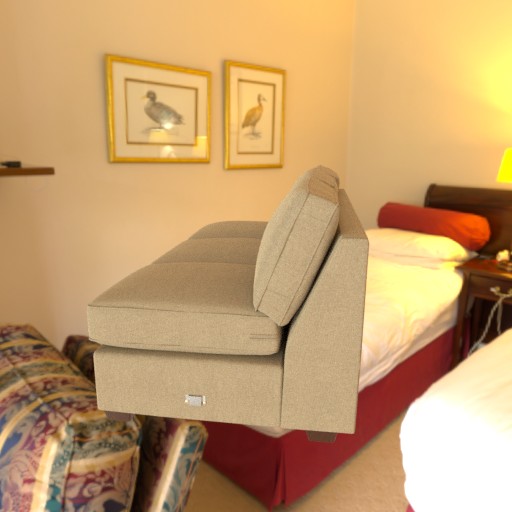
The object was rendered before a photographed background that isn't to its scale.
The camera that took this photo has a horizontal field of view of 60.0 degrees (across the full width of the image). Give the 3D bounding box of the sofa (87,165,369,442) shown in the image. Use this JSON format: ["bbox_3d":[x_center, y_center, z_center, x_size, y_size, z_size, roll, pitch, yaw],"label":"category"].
[{"bbox_3d":[0.000,0.000,2.696,1.127,1.036,2.092,2,14,8],"label":"sofa"}]
